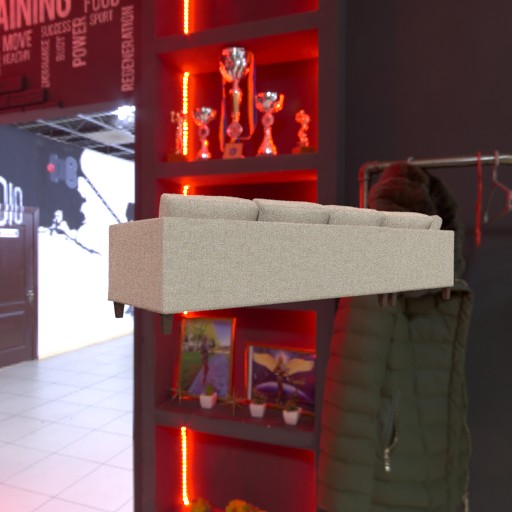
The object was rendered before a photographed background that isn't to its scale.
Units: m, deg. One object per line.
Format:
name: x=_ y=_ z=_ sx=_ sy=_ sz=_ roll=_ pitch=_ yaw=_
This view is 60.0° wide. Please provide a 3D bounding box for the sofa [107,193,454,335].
sofa: x=0.000 y=0.000 z=4.438 sx=3.182 sy=0.863 sz=2.432 roll=-1 pitch=1 yaw=-37
